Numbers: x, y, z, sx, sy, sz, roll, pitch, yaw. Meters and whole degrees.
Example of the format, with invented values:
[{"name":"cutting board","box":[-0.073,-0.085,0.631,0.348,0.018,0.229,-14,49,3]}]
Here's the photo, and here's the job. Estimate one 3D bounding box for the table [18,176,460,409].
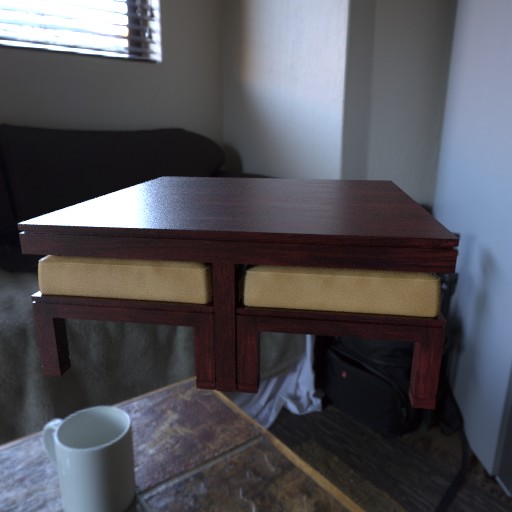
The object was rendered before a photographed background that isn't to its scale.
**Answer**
[{"name":"table","box":[0.000,0.000,1.313,0.865,0.356,0.865,2,17,8]}]
